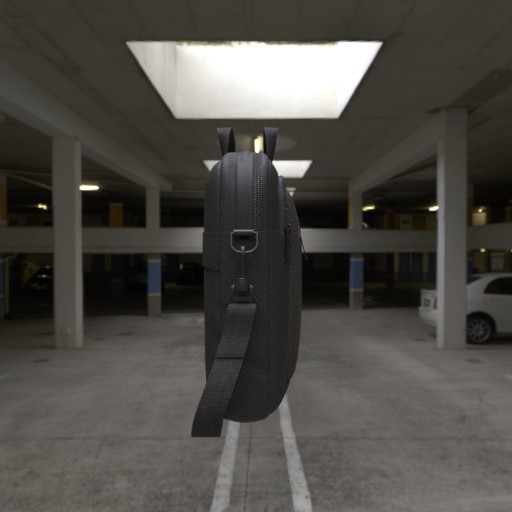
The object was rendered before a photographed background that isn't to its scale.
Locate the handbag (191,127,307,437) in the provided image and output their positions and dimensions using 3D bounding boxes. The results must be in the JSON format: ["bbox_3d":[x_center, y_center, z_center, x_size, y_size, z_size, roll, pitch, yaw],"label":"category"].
[{"bbox_3d":[0.000,0.000,0.436,0.089,0.244,0.320,0,1,0],"label":"handbag"}]
